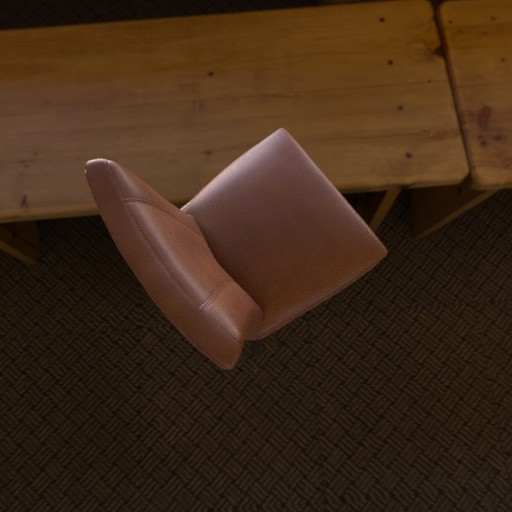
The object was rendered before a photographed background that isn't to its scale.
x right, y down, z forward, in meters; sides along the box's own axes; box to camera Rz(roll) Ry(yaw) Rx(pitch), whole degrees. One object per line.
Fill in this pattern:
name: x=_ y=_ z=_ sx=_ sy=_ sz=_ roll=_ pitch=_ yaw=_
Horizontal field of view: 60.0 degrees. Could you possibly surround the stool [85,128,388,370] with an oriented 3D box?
stool: x=0.000 y=0.000 z=1.403 sx=0.585 sy=1.094 sz=0.522 roll=-36 pitch=78 yaw=-9
